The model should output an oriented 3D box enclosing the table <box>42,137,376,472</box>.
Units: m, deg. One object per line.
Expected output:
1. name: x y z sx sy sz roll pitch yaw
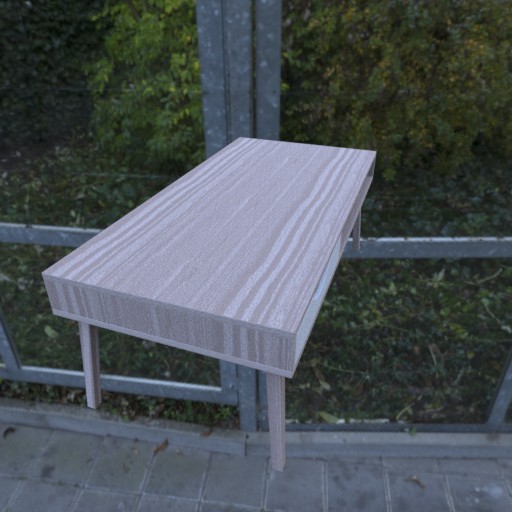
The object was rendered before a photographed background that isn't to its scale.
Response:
1. table: 0.000 0.000 1.519 0.600 0.450 1.200 11 32 17
